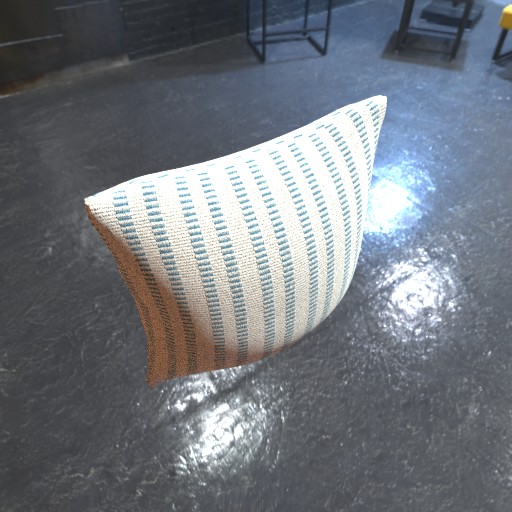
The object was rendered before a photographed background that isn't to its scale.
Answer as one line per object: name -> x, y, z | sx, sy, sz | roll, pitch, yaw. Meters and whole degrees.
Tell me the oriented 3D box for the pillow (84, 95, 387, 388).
pillow -> 0.000, 0.000, 0.695 | 0.438, 0.419, 0.247 | -25, 52, -22
